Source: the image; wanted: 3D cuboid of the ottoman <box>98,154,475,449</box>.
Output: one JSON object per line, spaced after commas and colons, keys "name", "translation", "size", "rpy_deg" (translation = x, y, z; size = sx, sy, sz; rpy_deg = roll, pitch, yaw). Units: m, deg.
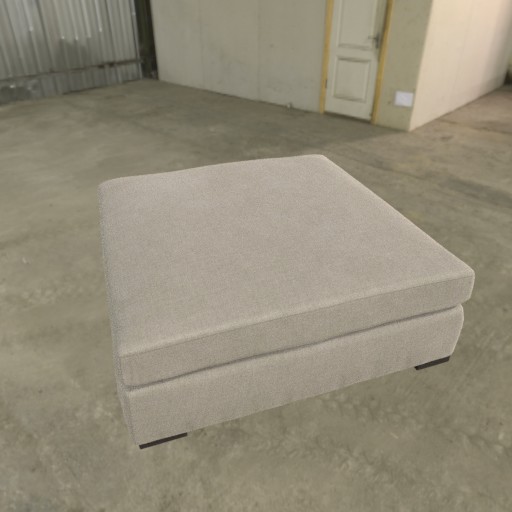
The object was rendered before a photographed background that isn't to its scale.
{"name": "ottoman", "translation": [0.000, 0.000, 1.817], "size": [1.203, 0.517, 1.171], "rpy_deg": [-11, 35, -16]}
